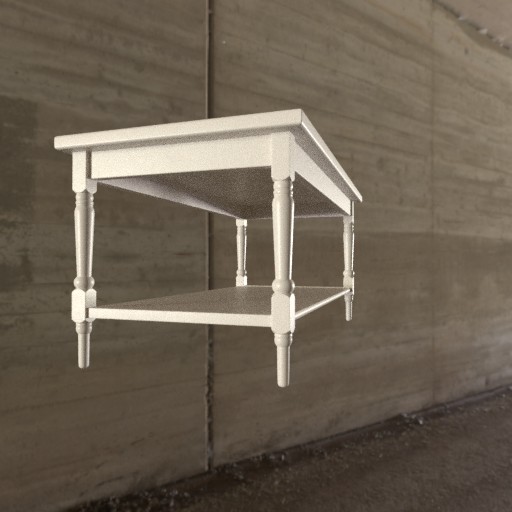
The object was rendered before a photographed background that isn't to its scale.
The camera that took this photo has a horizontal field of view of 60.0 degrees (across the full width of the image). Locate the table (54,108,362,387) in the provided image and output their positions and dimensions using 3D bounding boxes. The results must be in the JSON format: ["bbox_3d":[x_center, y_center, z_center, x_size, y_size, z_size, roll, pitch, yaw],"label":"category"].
[{"bbox_3d":[0.000,0.000,1.395,0.550,0.510,1.107,0,-1,19],"label":"table"}]
